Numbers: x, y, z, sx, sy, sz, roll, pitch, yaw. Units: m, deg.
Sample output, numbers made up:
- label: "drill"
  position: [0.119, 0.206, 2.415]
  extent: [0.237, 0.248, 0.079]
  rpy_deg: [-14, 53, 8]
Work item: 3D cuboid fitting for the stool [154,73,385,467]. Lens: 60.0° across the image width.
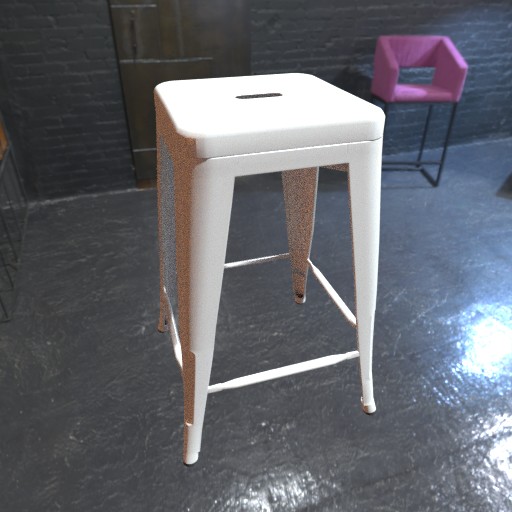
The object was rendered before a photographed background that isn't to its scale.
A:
- label: "stool"
  position: [0.000, 0.000, 0.869]
  extent: [0.406, 0.610, 0.406]
  rpy_deg: [-10, 34, -15]
